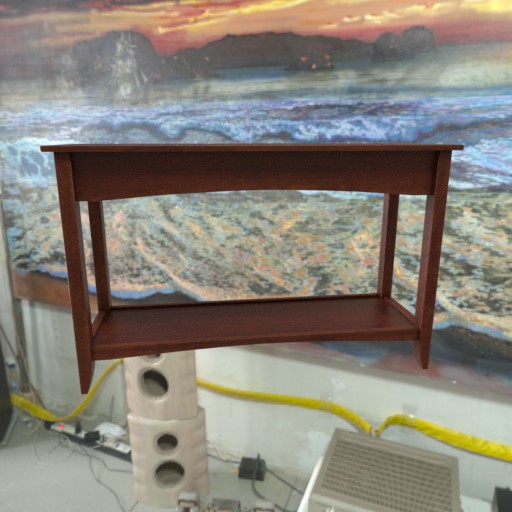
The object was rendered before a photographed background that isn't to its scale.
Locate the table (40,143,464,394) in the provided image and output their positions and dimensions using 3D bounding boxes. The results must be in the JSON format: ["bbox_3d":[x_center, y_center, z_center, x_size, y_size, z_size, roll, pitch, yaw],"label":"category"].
[{"bbox_3d":[0.000,0.000,1.510,1.188,0.739,0.392,-2,15,-8],"label":"table"}]
